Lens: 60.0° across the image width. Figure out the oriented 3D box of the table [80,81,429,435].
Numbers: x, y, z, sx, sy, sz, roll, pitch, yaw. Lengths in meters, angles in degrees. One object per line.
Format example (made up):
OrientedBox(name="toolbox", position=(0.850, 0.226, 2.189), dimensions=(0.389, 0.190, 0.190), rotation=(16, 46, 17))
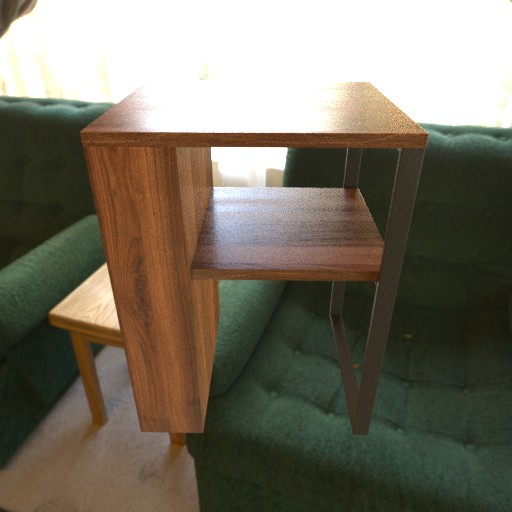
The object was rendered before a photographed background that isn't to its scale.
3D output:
OrientedBox(name="table", position=(0.000, 0.000, 1.547), dimensions=(0.786, 1.041, 0.660), rotation=(1, 31, 1))
